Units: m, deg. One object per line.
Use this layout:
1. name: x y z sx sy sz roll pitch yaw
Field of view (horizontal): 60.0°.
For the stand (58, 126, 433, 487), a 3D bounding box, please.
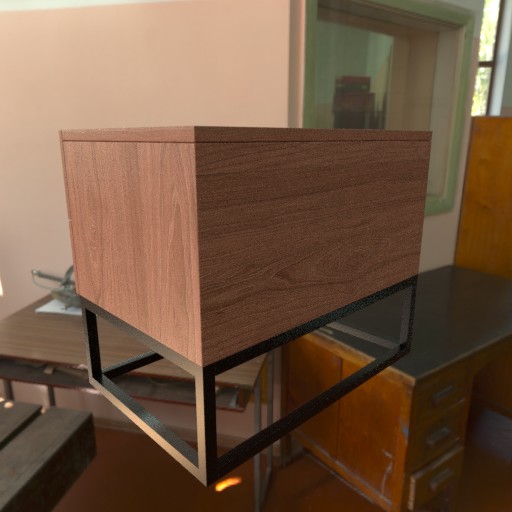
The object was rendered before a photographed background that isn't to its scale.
1. stand: 0.000 0.000 0.917 0.600 0.500 0.420 -14 20 -42
